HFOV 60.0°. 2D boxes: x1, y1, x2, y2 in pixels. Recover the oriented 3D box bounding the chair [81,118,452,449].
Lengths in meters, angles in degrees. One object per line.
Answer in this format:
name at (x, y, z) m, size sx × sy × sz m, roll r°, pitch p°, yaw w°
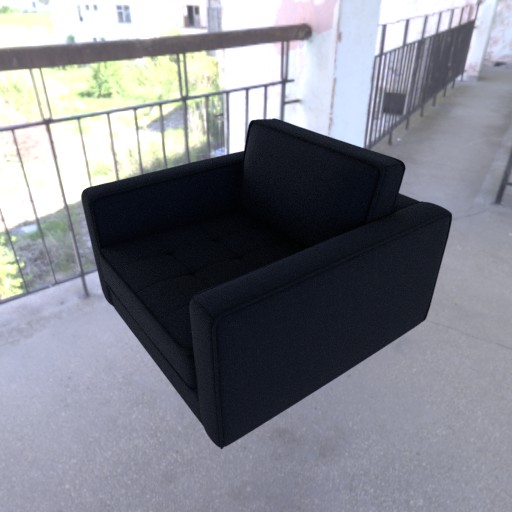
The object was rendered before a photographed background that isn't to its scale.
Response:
chair at (0.000, 0.000, 1.568) m, size 0.920 × 0.770 × 0.899 m, roll -21°, pitch 37°, yaw -31°
